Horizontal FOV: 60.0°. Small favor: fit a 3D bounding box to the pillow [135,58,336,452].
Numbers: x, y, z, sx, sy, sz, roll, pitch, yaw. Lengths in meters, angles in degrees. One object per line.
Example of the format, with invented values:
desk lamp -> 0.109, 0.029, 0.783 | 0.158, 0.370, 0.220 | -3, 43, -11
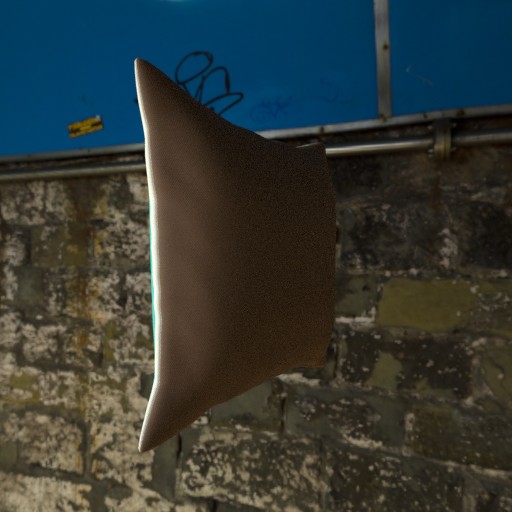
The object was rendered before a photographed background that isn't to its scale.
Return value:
pillow -> 0.000, 0.000, 0.677 | 0.168, 0.443, 0.453 | 0, 0, 36
